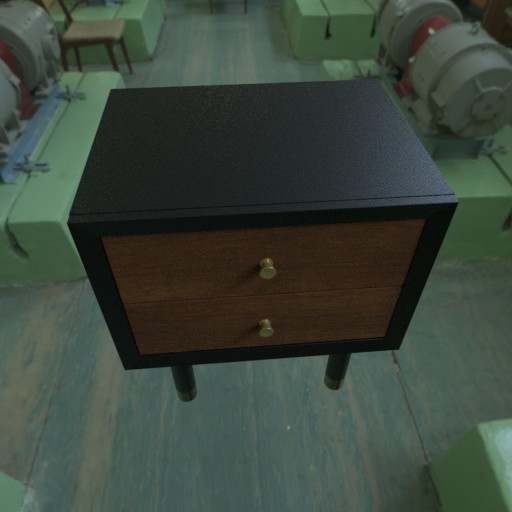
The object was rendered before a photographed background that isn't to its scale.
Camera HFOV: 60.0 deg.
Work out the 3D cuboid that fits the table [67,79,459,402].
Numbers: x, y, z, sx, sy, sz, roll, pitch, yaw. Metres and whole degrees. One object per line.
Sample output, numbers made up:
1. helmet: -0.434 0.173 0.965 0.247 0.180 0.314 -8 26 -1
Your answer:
1. table: 0.000 0.000 0.981 0.564 0.584 0.441 -3 45 -3
